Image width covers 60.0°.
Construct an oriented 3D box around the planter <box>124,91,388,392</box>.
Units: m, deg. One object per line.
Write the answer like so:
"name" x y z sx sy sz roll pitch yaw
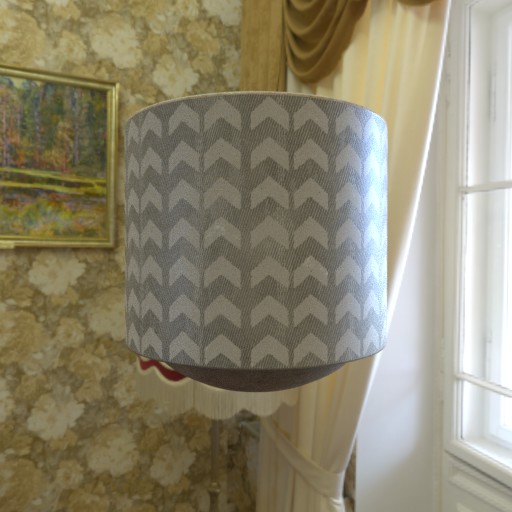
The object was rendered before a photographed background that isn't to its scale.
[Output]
"planter" 0.000 0.000 0.441 0.250 0.239 0.250 0 1 0
